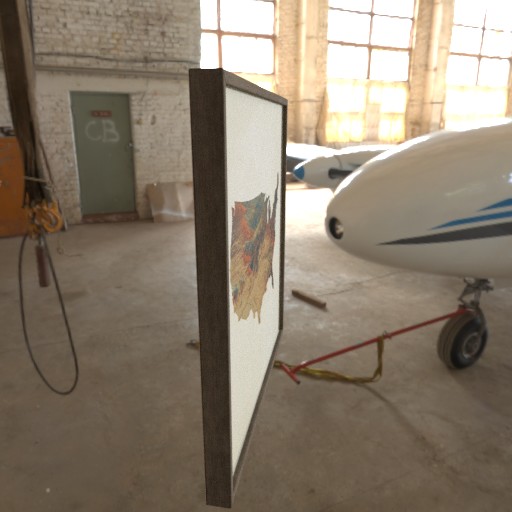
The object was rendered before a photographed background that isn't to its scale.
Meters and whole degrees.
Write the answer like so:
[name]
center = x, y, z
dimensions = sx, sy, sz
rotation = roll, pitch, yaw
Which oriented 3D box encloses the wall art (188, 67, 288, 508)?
[wall art]
center = 0.000, 0.000, 1.065
dimensions = 0.050, 0.751, 0.749
rotation = 3, 17, 10
